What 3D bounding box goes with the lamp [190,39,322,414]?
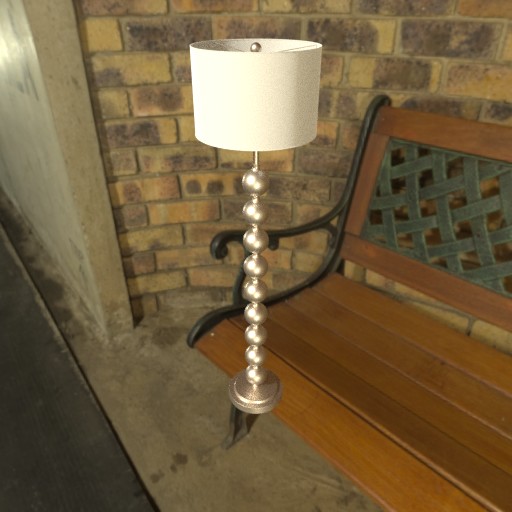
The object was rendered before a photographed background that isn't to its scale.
[{"bbox_3d":[0.000,0.000,1.690,0.394,1.474,0.394,8,32,14],"label":"lamp"}]
